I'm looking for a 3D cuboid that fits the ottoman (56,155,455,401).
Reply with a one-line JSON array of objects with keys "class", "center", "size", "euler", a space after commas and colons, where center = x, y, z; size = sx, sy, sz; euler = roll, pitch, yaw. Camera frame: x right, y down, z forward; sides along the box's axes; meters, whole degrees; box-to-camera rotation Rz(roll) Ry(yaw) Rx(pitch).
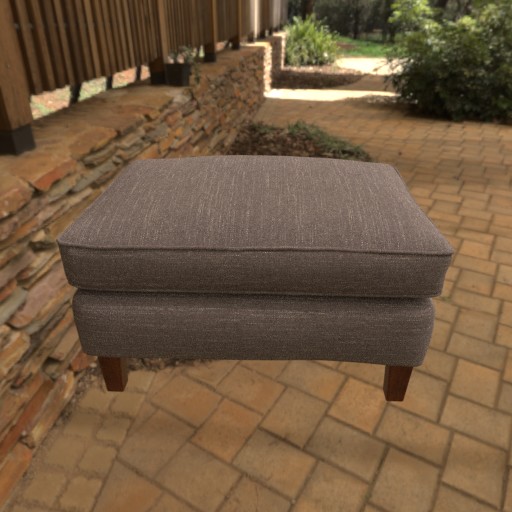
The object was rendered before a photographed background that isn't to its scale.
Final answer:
[{"class": "ottoman", "center": [0.000, 0.000, 0.998], "size": [0.686, 0.406, 0.508], "euler": [1, 29, 2]}]
